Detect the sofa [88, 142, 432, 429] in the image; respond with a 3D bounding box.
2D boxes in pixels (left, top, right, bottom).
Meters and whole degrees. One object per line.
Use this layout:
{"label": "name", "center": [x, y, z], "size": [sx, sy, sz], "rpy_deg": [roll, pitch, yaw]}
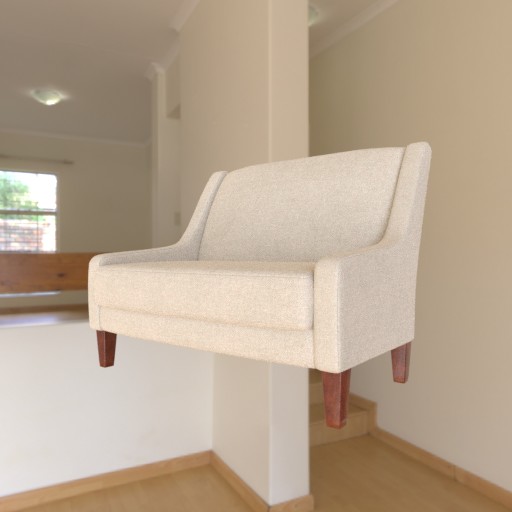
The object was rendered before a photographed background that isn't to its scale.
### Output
{"label": "sofa", "center": [0.000, 0.000, 1.904], "size": [1.212, 0.976, 0.946], "rpy_deg": [0, 1, 37]}
